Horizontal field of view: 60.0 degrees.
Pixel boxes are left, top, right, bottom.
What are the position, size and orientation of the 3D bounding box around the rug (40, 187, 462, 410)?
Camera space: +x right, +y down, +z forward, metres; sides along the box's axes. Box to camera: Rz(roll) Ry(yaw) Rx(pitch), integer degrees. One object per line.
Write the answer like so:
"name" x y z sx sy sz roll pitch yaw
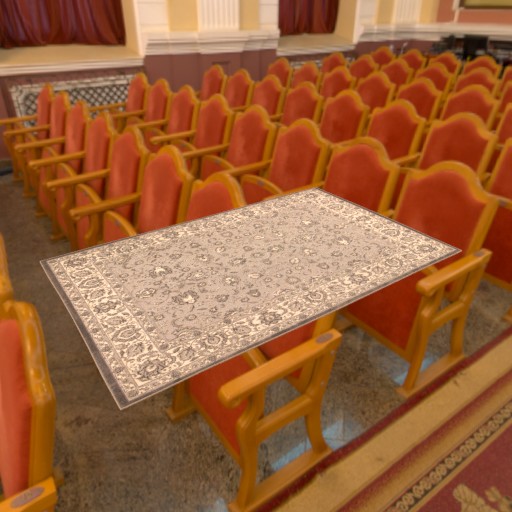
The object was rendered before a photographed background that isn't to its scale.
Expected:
"rug" 0.000 0.000 3.003 2.438 0.011 1.524 -19 34 -30
